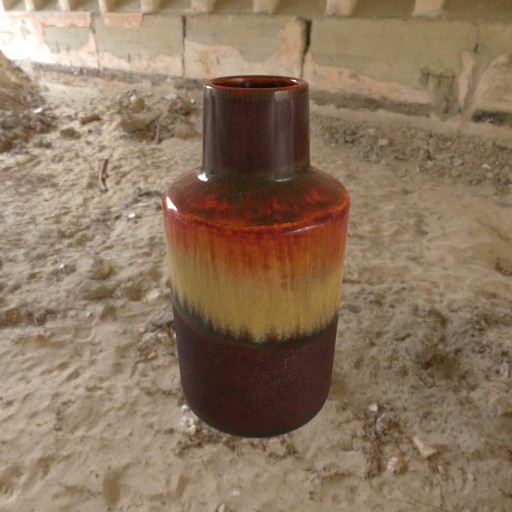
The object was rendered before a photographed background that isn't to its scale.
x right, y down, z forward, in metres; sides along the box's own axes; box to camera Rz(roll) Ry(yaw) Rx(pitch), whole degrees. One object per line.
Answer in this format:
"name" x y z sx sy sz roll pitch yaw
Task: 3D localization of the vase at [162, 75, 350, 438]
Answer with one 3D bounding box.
"vase" 0.000 0.000 0.275 0.108 0.204 0.108 0 29 0
